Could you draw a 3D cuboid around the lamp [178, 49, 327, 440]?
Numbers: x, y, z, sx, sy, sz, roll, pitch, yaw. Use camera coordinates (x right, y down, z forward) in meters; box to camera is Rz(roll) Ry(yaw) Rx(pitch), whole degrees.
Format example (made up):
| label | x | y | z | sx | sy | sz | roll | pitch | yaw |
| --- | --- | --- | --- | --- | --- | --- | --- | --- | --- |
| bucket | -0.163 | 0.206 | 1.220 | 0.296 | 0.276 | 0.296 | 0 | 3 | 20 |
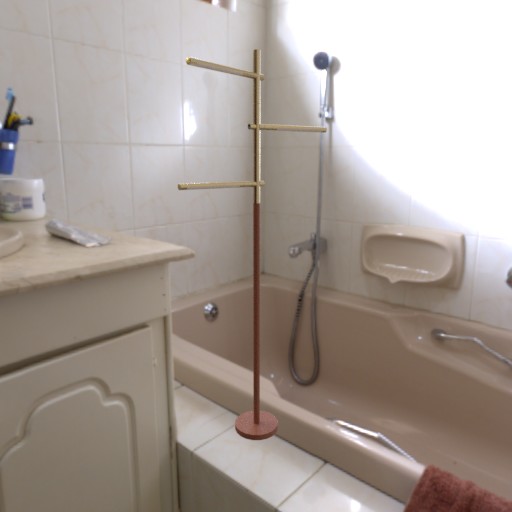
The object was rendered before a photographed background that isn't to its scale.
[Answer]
| label | x | y | z | sx | sy | sz | roll | pitch | yaw |
| --- | --- | --- | --- | --- | --- | --- | --- | --- | --- |
| lamp | 0.000 | 0.000 | 1.973 | 0.209 | 1.704 | 0.737 | 12 | 17 | 44 |
